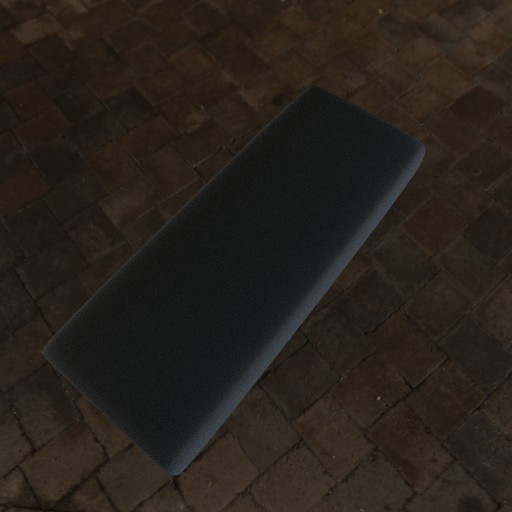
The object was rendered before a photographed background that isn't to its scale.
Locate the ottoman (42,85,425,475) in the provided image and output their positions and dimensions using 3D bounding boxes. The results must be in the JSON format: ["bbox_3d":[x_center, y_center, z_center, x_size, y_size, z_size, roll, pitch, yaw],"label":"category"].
[{"bbox_3d":[0.000,0.000,1.833,0.646,0.393,1.609,35,68,16],"label":"ottoman"}]
